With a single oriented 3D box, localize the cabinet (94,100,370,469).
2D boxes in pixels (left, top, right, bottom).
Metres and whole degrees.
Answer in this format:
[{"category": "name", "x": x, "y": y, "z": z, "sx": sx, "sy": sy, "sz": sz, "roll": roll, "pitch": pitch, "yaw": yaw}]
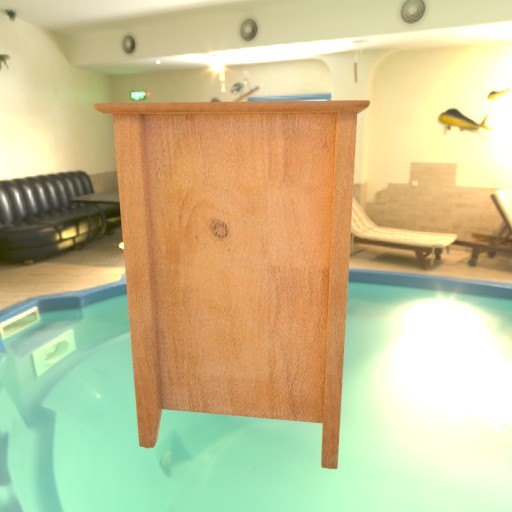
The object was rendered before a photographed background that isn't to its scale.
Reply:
[{"category": "cabinet", "x": 0.000, "y": 0.000, "z": 1.240, "sx": 0.503, "sy": 0.762, "sz": 0.763, "roll": 2, "pitch": 15, "yaw": 8}]
